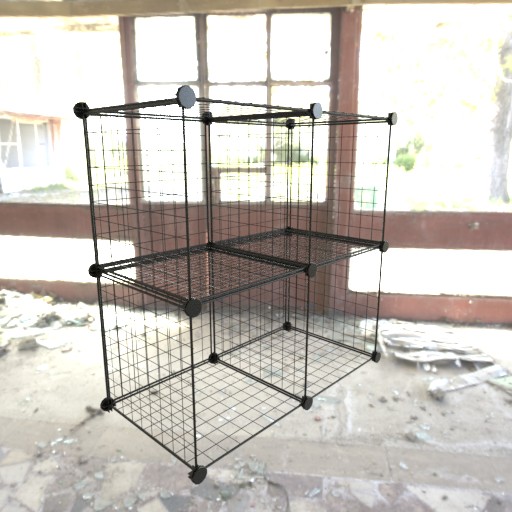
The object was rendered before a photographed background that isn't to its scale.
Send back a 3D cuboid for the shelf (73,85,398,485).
[{"bbox_3d":[0.000,0.000,1.116,0.356,0.711,0.711,13,18,42],"label":"shelf"}]
